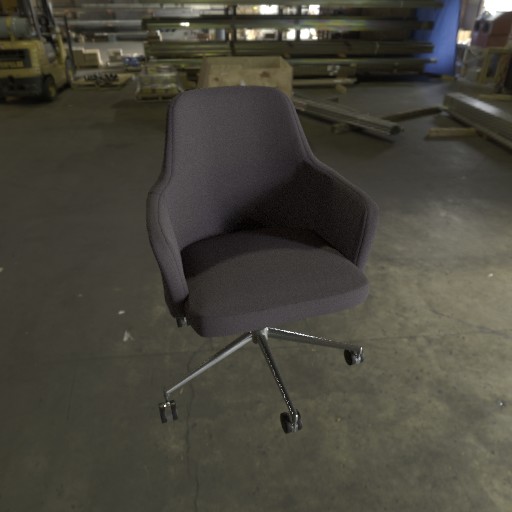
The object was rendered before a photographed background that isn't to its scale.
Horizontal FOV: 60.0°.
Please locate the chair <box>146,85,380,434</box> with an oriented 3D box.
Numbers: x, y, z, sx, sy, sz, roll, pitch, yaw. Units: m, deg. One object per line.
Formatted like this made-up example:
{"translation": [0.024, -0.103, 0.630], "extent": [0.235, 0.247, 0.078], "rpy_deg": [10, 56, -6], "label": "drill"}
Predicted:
{"translation": [0.000, 0.000, 1.244], "extent": [0.655, 0.820, 0.600], "rpy_deg": [-10, 32, -16], "label": "chair"}
